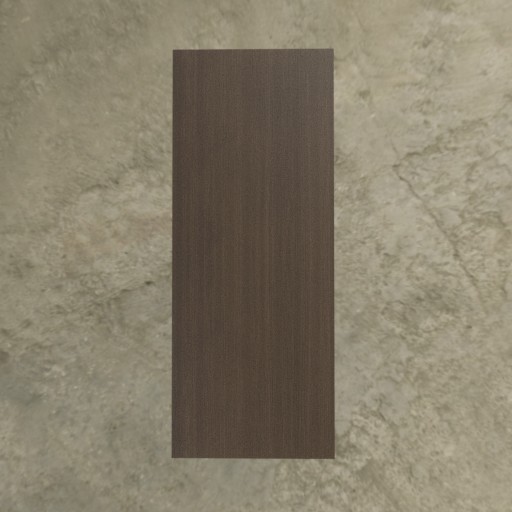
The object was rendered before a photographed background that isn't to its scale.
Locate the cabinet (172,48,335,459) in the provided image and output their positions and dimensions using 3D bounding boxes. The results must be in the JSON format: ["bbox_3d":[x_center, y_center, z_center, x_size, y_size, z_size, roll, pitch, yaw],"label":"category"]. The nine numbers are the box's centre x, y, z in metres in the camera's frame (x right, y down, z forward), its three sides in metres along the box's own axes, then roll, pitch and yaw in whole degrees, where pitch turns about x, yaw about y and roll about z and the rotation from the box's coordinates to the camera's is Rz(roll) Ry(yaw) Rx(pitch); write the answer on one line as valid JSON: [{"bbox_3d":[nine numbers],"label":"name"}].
[{"bbox_3d":[0.000,0.000,1.677,0.400,1.170,1.010,0,89,1],"label":"cabinet"}]
